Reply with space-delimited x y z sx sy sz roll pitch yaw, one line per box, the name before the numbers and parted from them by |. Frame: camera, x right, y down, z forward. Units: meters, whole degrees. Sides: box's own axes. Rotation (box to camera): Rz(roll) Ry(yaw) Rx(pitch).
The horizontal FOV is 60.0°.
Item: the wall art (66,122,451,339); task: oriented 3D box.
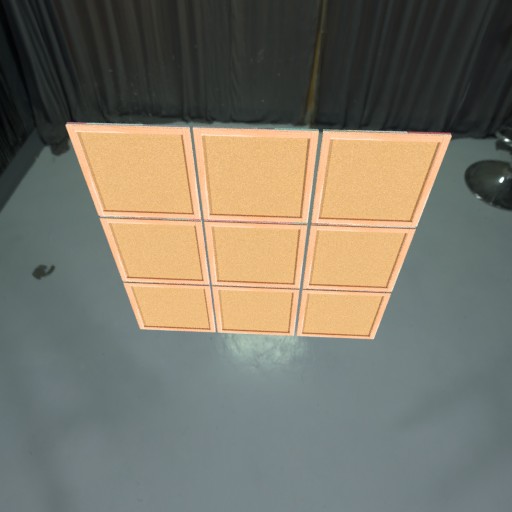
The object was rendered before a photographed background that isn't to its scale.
wall art | 0.000 0.000 1.390 0.911 0.910 0.012 2 49 2
